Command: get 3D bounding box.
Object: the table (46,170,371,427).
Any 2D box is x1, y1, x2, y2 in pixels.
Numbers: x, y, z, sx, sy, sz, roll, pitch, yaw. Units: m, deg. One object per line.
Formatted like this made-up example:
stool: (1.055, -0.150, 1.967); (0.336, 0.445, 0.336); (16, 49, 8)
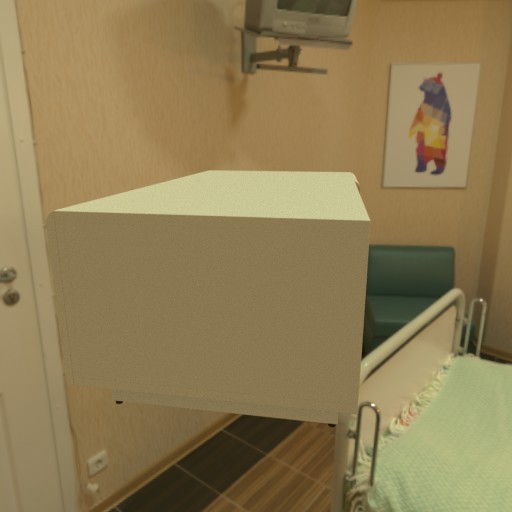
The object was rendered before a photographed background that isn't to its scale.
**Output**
table: (0.000, 0.000, 1.382); (0.639, 0.442, 1.097); (3, 15, 10)
